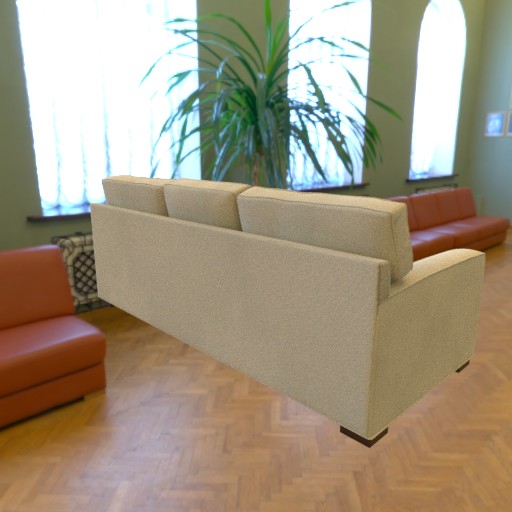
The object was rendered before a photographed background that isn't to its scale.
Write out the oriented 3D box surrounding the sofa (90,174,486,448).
[{"bbox_3d":[0.000,0.000,2.461,0.935,0.862,2.088,-13,19,-42],"label":"sofa"}]
